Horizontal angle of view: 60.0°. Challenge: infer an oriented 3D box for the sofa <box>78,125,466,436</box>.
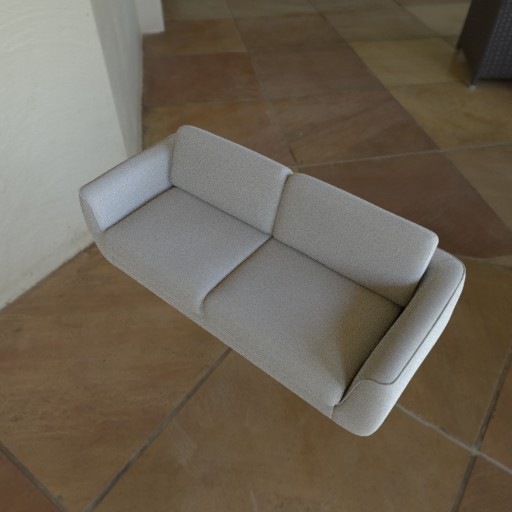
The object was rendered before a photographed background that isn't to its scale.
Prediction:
[{"bbox_3d":[0.000,0.000,2.449,2.000,0.850,0.920,30,52,26],"label":"sofa"}]
